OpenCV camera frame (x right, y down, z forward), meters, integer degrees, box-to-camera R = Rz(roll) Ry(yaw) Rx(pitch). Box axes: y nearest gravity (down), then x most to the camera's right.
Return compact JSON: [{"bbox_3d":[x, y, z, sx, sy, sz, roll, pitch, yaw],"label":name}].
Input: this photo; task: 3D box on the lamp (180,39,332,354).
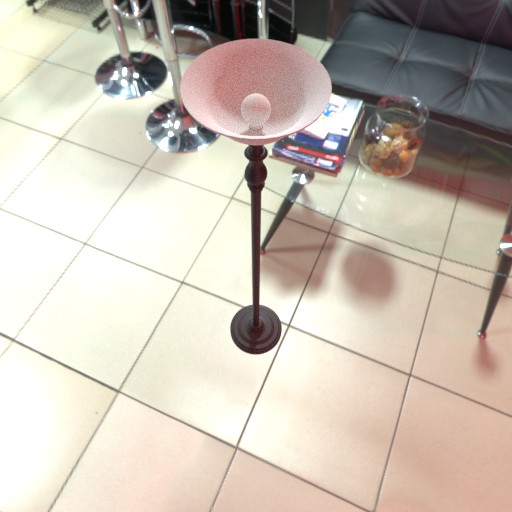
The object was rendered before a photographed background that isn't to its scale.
[{"bbox_3d":[0.000,0.000,1.959,0.405,1.797,0.405,-29,64,-16],"label":"lamp"}]
